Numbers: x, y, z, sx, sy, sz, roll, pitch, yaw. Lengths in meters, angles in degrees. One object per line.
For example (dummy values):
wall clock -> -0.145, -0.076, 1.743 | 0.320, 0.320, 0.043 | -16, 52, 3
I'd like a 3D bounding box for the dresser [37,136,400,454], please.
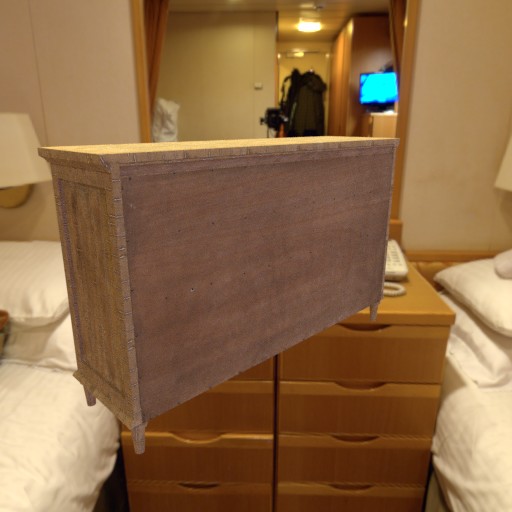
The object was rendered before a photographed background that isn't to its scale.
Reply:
dresser -> 0.000, 0.000, 2.036 | 1.626, 1.016, 0.457 | -16, 23, -42
